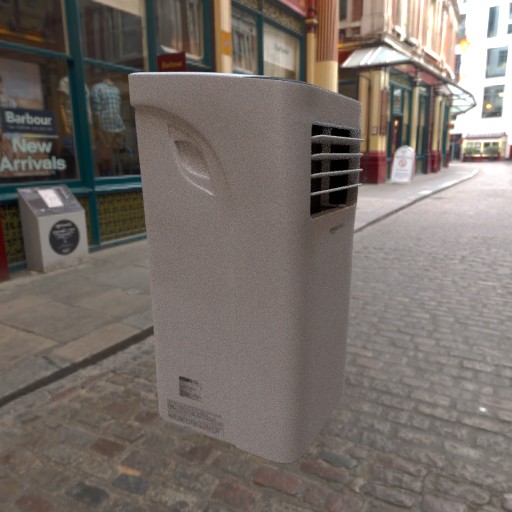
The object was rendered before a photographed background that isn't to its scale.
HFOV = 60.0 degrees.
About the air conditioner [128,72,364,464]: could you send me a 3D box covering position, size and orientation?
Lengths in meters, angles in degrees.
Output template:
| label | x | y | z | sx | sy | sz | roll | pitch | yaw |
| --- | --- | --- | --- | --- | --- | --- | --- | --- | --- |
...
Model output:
| label | x | y | z | sx | sy | sz | roll | pitch | yaw |
| --- | --- | --- | --- | --- | --- | --- | --- | --- | --- |
| air conditioner | 0.000 | 0.000 | 0.930 | 0.369 | 0.716 | 0.352 | 7 | 15 | 28 |
